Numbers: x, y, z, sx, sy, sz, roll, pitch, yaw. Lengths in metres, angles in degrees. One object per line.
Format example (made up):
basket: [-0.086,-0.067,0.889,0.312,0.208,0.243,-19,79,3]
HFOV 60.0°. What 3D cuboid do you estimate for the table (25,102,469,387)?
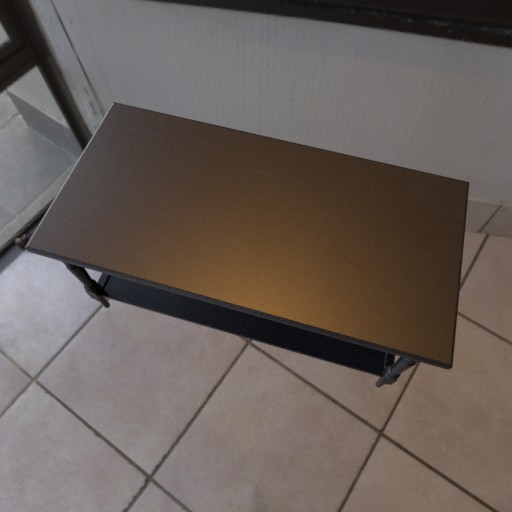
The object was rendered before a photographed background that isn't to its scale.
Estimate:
table: [0.000,0.000,1.437,1.107,0.510,0.550,15,64,7]
